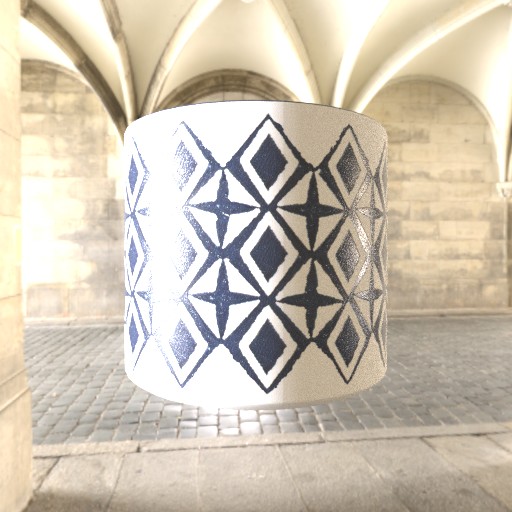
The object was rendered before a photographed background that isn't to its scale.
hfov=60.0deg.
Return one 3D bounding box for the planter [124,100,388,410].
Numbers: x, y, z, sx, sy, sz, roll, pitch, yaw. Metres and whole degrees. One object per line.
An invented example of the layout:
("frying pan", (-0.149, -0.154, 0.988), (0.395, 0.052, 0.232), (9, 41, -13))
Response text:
("planter", (0.000, 0.000, 0.279), (0.159, 0.144, 0.159), (0, 1, 0))
